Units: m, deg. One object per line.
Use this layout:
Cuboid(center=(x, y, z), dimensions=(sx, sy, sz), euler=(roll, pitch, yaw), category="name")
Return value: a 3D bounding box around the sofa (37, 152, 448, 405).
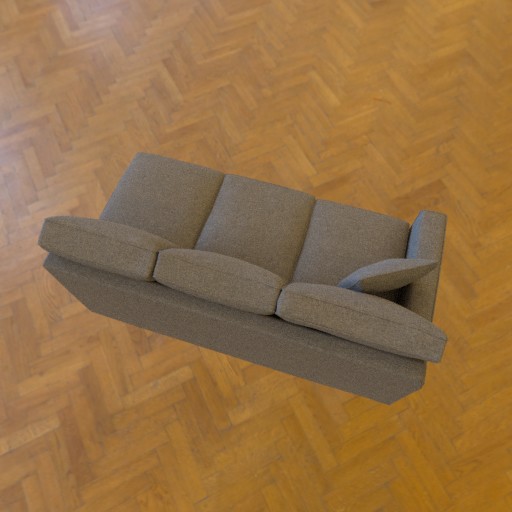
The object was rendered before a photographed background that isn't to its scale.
Cuboid(center=(0.000, 0.000, 2.557), dimensions=(1.963, 0.946, 1.034), euler=(16, 65, 8), category="sofa")
